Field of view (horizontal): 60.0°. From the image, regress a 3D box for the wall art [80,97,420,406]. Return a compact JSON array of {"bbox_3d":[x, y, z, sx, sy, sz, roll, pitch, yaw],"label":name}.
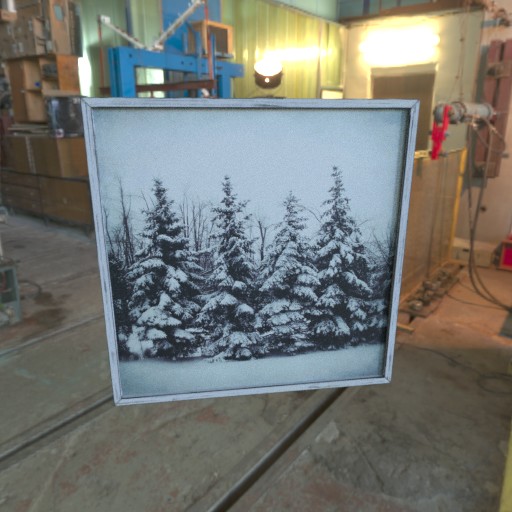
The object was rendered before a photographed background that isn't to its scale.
[{"bbox_3d":[0.000,0.000,0.454,0.303,0.303,0.036,-2,17,-8],"label":"wall art"}]
